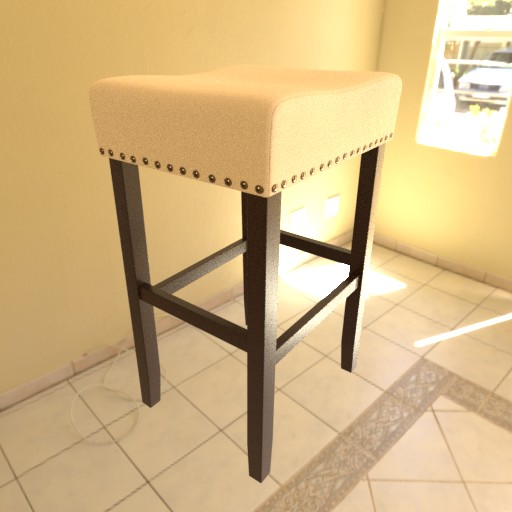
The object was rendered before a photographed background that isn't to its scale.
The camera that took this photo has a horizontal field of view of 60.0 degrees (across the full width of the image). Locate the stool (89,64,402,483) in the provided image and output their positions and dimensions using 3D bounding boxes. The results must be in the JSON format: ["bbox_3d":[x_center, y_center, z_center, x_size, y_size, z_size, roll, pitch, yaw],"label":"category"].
[{"bbox_3d":[0.000,0.000,1.000,0.401,0.762,0.471,19,33,32],"label":"stool"}]
